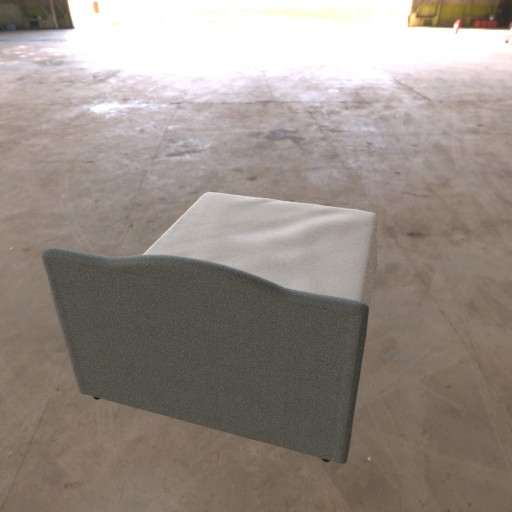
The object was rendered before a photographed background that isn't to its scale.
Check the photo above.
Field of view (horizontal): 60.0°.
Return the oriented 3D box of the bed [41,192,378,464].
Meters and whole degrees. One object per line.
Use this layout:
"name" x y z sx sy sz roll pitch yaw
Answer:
"bed" 0.000 0.000 3.971 2.161 1.457 2.689 9 33 15
